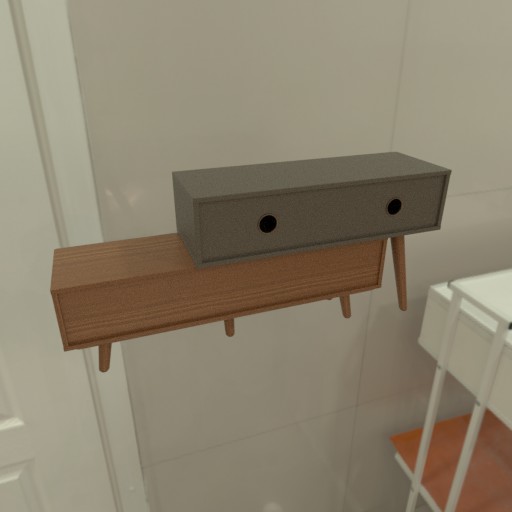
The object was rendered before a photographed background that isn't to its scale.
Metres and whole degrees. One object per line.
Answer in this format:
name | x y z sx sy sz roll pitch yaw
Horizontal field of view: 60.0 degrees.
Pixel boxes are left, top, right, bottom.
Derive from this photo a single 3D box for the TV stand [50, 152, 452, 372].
TV stand | 0.000 0.000 1.603 1.336 0.591 0.329 -9 27 -18
